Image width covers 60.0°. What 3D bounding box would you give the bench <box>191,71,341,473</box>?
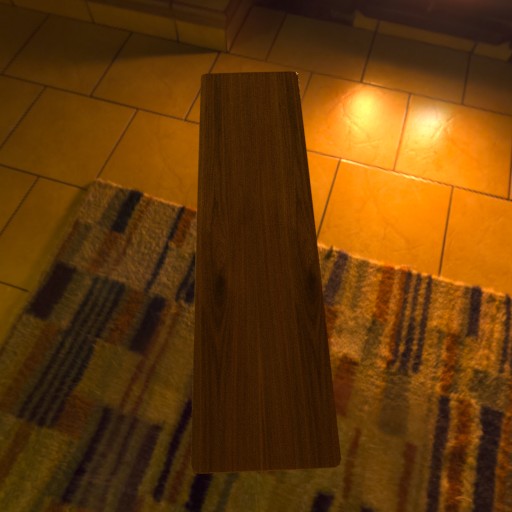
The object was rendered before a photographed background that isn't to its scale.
[{"bbox_3d":[0.000,0.000,1.790,0.425,0.462,1.570,-2,63,-1],"label":"bench"}]
